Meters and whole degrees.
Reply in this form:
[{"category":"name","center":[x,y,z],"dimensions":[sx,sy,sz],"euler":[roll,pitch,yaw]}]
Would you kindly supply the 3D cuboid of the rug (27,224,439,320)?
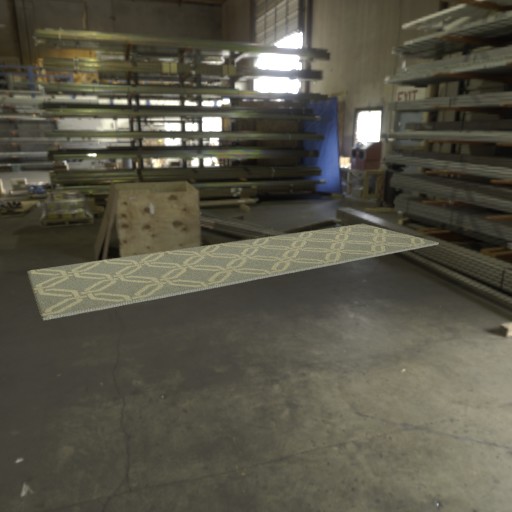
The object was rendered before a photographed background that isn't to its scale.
[{"category":"rug","center":[0.000,0.000,2.505],"dimensions":[2.276,0.014,0.678],"euler":[-9,18,-29]}]
